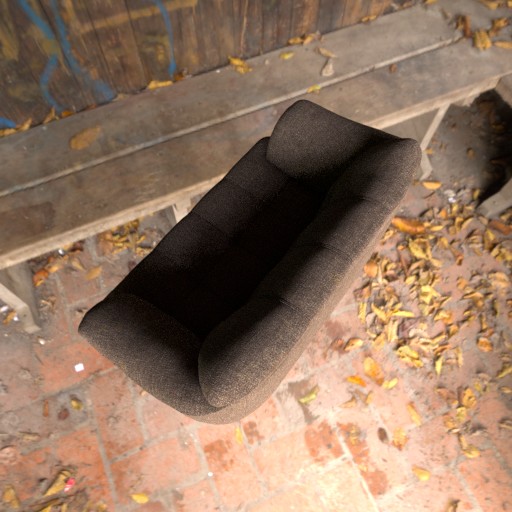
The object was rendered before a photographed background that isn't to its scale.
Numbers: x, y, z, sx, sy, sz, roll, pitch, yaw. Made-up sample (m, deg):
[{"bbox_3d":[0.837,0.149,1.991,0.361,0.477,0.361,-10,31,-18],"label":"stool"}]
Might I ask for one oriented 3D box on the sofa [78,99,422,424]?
[{"bbox_3d":[0.000,0.000,1.914,0.799,0.895,1.404,34,68,16],"label":"sofa"}]
